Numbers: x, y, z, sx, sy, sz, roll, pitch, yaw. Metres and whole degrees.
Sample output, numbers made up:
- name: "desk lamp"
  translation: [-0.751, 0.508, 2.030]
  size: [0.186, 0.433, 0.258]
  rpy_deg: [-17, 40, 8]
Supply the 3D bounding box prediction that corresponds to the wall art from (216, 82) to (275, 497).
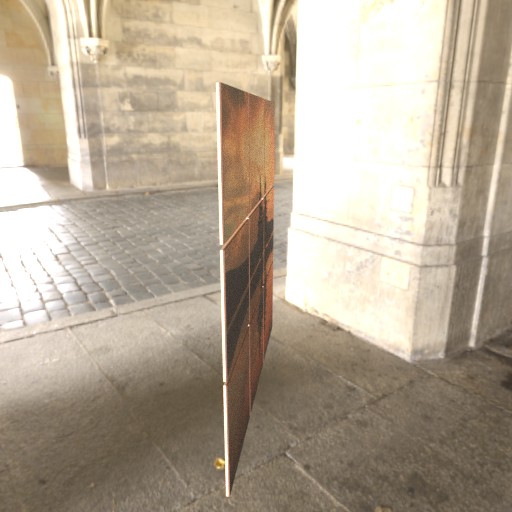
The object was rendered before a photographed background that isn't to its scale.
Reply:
- name: "wall art"
  translation: [0.000, 0.000, 1.794]
  size: [0.013, 1.218, 1.216]
  rpy_deg: [2, 17, 8]
